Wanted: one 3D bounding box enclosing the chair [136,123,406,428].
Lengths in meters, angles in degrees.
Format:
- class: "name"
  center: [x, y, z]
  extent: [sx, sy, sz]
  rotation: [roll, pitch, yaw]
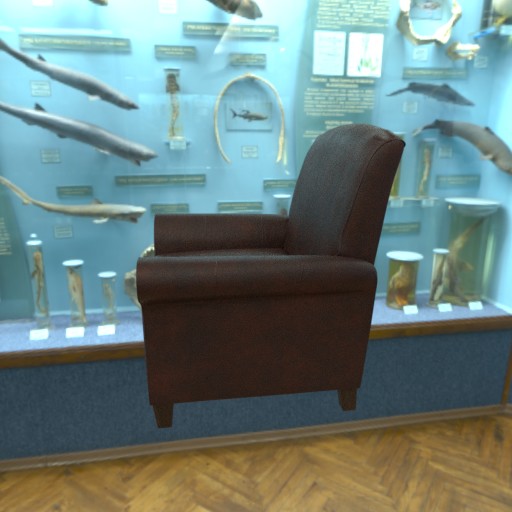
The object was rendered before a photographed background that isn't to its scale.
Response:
- class: "chair"
  center: [0.000, 0.000, 1.848]
  extent: [0.902, 1.061, 0.978]
  rotation: [-2, 15, -9]
